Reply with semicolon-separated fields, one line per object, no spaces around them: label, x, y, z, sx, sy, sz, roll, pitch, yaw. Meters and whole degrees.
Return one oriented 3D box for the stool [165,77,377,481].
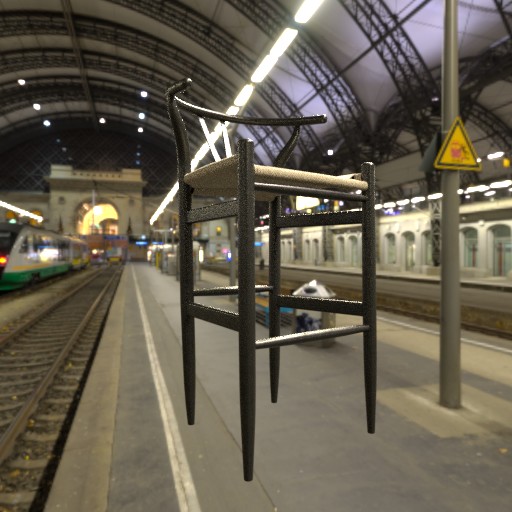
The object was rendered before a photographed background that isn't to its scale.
stool;0.000;0.000;1.421;0.569;1.072;0.579;0;0;-37
